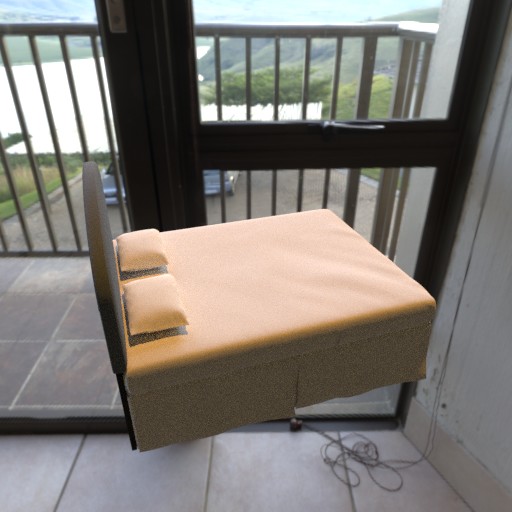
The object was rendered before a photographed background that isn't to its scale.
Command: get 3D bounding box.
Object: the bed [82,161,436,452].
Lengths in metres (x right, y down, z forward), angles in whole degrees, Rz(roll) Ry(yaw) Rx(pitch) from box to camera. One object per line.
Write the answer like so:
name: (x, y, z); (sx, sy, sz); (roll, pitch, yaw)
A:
bed: (0.000, 0.000, 3.039); (2.005, 1.410, 1.607); (-10, 31, -16)
